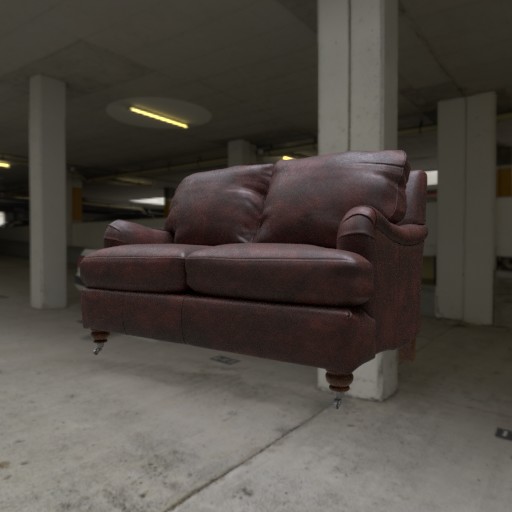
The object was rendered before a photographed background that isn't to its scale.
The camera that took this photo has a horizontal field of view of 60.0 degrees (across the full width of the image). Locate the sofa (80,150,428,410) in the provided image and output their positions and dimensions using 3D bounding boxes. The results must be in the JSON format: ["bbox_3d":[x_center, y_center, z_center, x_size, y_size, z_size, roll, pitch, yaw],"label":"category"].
[{"bbox_3d":[0.000,0.000,2.400,1.628,1.070,1.148,1,1,35],"label":"sofa"}]
